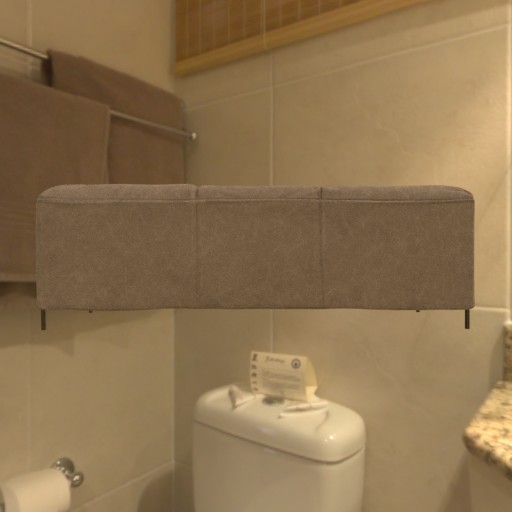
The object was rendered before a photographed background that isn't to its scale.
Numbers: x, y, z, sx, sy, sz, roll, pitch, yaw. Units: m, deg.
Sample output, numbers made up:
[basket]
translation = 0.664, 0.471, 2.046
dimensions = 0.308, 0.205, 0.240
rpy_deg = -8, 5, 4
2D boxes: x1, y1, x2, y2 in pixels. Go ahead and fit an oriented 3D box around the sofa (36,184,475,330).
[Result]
[sofa]
translation = 0.000, 0.000, 2.635
dimensions = 2.238, 0.758, 0.899
rpy_deg = 0, 0, -1
